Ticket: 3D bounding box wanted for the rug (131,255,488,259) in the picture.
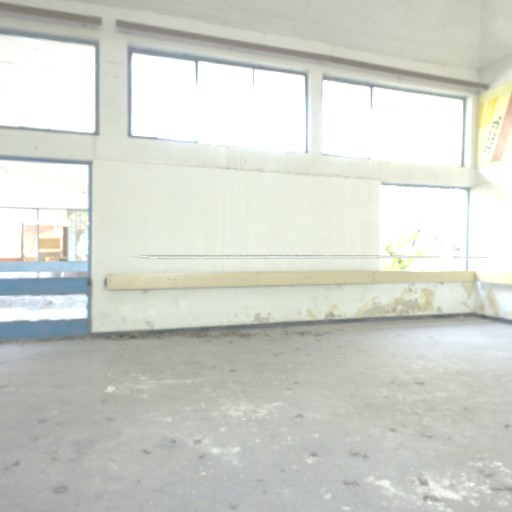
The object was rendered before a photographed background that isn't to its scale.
[{"bbox_3d":[0.000,0.000,2.886,1.522,0.008,2.284,0,0,-17],"label":"rug"}]
